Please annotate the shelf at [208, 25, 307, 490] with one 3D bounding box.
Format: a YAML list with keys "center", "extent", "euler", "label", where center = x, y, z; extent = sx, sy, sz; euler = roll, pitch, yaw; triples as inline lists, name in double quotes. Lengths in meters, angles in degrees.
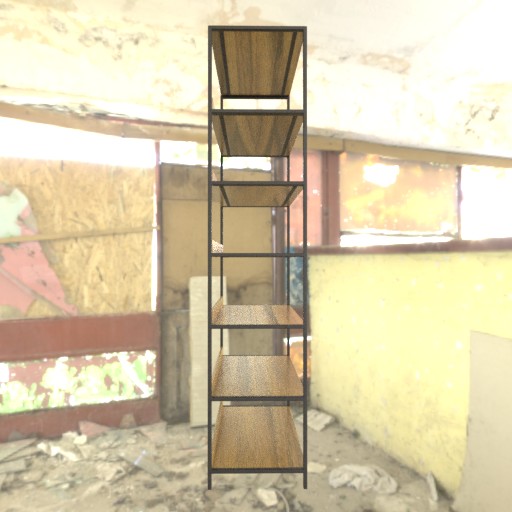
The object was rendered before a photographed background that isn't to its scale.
- center: [0.000, 0.000, 2.337]
  extent: [0.431, 2.015, 0.847]
  euler: [0, 0, -1]
  label: "shelf"
